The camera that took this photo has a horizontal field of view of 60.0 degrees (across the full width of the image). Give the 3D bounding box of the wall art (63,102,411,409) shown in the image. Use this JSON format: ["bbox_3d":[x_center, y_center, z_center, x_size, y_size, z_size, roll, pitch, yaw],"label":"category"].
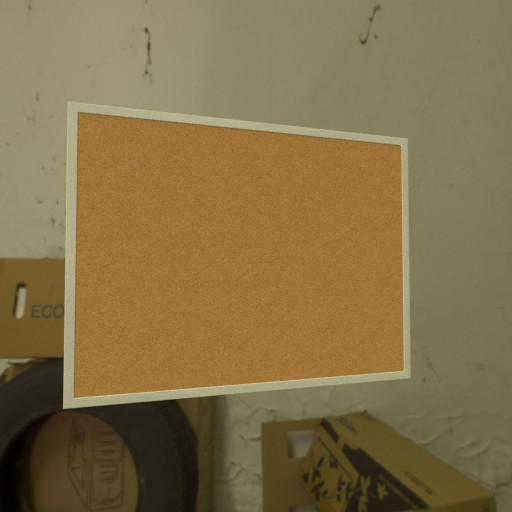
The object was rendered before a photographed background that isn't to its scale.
[{"bbox_3d":[0.000,0.000,1.320,1.041,0.787,0.053,1,-2,-18],"label":"wall art"}]
